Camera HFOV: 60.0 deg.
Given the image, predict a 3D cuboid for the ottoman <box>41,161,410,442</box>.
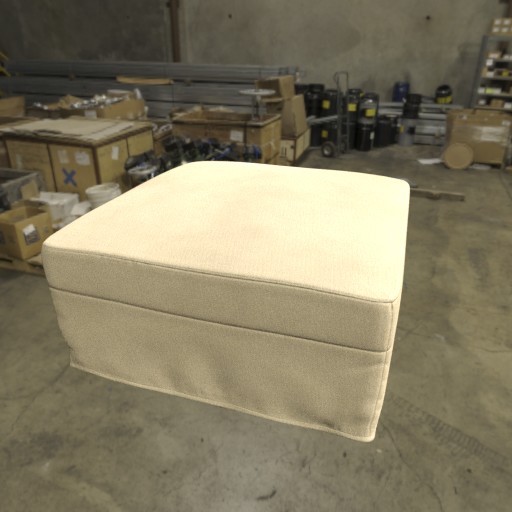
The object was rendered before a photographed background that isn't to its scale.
[{"bbox_3d":[0.000,0.000,1.342,0.842,0.441,0.843,8,27,17],"label":"ottoman"}]
